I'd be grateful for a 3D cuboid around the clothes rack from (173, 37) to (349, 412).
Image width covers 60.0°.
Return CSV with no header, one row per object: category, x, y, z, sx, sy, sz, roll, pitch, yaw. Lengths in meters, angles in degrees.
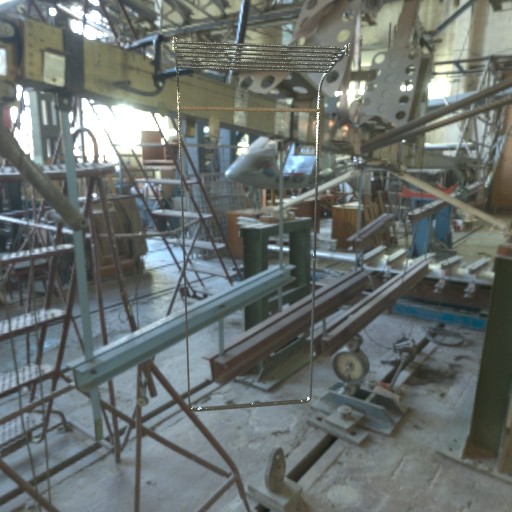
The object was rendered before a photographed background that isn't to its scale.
clothes rack,0.000,0.000,1.840,0.609,1.574,0.349,-2,12,-8
